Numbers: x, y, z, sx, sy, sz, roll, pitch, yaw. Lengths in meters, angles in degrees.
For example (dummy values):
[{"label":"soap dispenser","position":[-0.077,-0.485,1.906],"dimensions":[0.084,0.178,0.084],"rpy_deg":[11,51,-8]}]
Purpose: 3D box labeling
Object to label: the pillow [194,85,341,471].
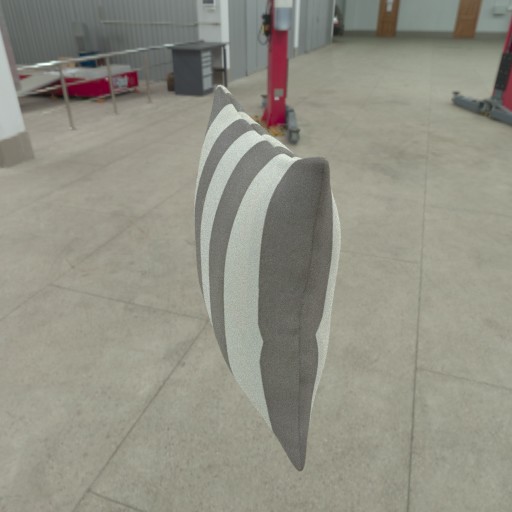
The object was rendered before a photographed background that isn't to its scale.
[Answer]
[{"label":"pillow","position":[0.000,0.000,0.790],"dimensions":[0.192,0.507,0.522],"rpy_deg":[-8,31,-14]}]
